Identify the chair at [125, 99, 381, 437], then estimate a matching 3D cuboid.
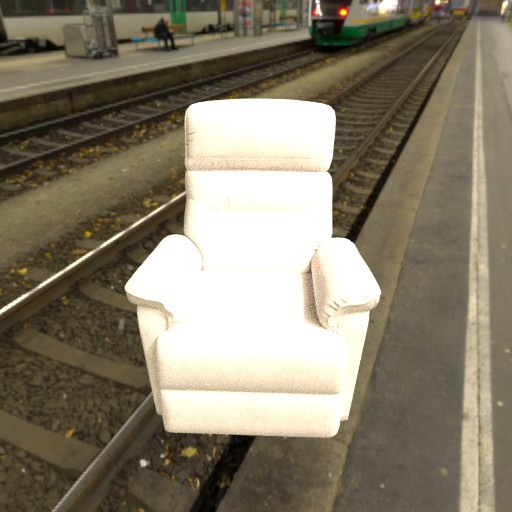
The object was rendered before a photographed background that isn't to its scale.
[{"bbox_3d":[0.000,0.000,1.750,0.820,1.039,1.001,1,30,2],"label":"chair"}]
